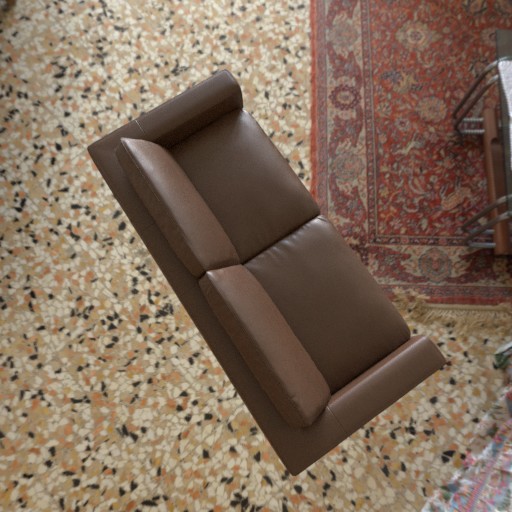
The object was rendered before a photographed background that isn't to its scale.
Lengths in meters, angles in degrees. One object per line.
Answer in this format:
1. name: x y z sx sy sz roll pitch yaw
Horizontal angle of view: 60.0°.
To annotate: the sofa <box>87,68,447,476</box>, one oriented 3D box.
1. sofa: 0.000 0.000 2.736 1.070 0.801 2.262 -33 78 -8
